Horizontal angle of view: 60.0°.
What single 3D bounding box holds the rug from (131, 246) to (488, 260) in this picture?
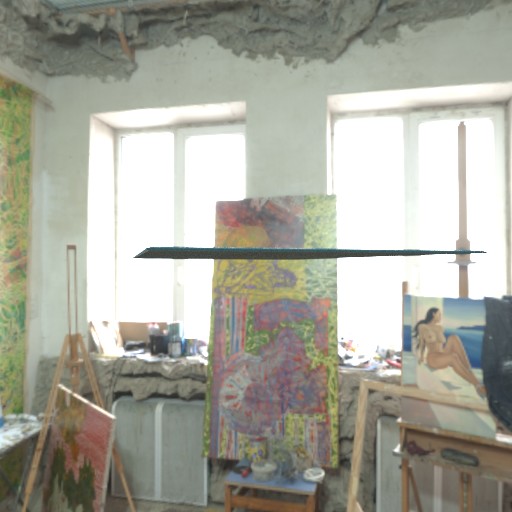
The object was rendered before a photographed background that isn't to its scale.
[{"bbox_3d":[0.000,0.000,3.470,1.816,0.018,2.746,0,-1,-17],"label":"rug"}]
